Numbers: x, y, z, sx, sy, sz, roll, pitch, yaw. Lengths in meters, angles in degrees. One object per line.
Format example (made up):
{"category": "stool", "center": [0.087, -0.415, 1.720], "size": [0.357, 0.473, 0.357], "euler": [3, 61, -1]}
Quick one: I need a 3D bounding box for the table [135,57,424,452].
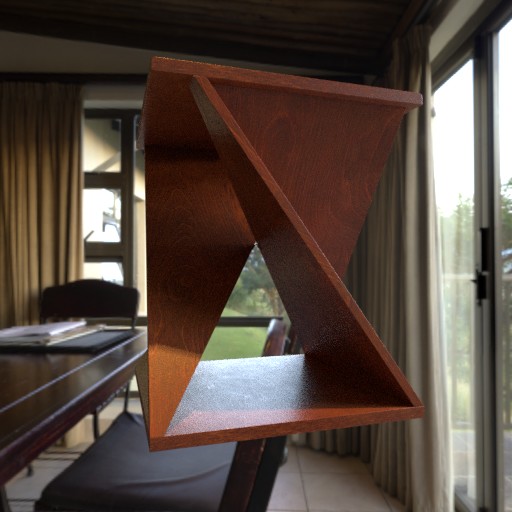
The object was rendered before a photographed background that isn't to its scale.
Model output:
{"category": "table", "center": [0.000, 0.000, 0.849], "size": [0.427, 0.520, 0.427], "euler": [0, -1, -18]}
